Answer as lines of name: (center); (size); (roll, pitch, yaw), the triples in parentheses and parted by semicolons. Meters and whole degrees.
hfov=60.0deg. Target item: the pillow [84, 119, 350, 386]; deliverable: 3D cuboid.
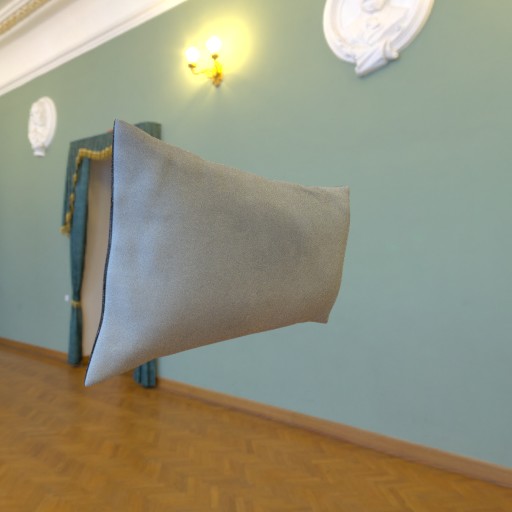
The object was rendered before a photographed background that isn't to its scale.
pillow: (0.000, 0.000, 0.747); (0.156, 0.305, 0.608); (0, 0, 36)
